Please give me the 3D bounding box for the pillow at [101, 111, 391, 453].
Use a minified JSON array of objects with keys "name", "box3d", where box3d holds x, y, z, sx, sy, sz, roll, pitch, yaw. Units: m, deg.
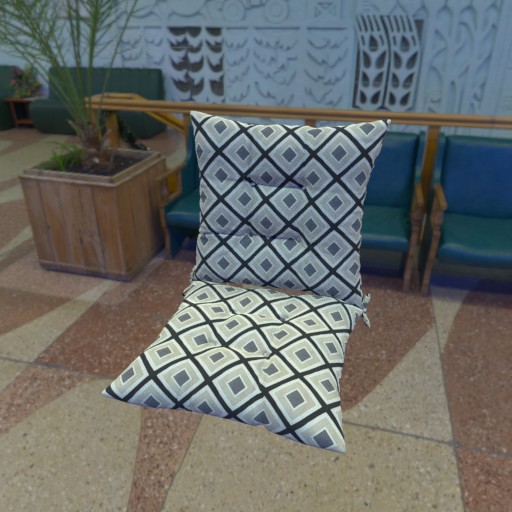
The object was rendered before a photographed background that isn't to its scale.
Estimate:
[{"name":"pillow","box3d":[0.000,0.000,1.000,0.541,0.536,0.585,8,29,15]}]
